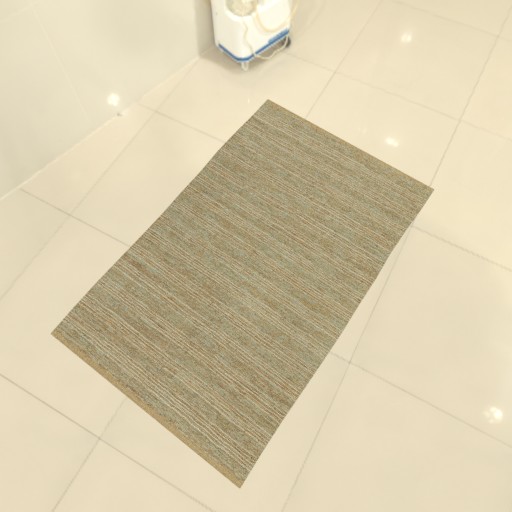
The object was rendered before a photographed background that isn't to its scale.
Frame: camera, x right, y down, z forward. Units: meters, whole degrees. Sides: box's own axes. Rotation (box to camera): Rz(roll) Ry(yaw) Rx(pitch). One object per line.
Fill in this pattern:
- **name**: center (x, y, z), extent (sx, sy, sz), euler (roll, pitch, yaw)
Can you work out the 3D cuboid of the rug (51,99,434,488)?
- **rug**: center (0.000, 0.000, 3.094), extent (1.540, 0.012, 2.448), euler (33, 70, 14)
